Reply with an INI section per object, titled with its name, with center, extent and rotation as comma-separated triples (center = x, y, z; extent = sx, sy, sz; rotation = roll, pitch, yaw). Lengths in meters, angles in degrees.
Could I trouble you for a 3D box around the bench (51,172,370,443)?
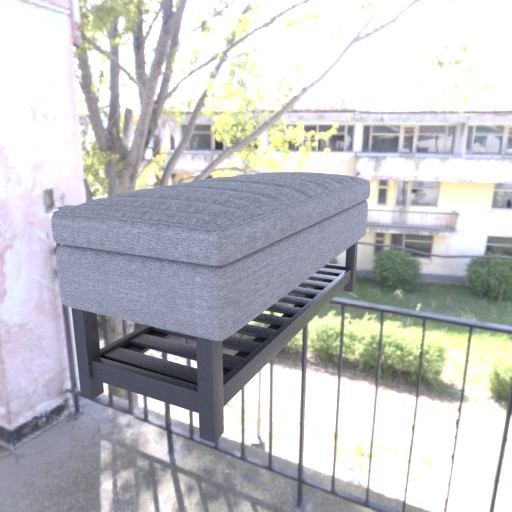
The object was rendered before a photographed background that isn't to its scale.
[bench]
center = 0.000, 0.000, 1.327
extent = 0.429, 0.470, 1.100
rotation = 7, 16, 26
